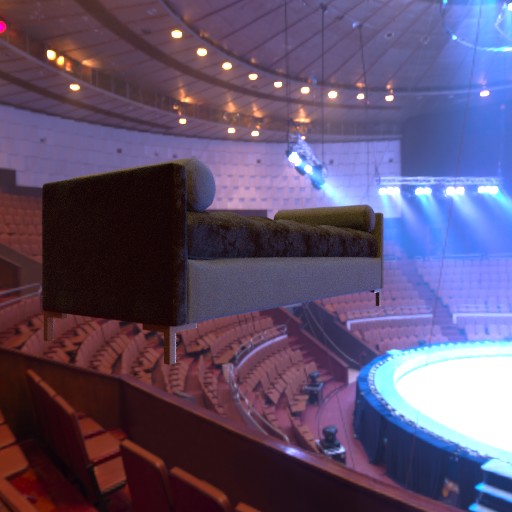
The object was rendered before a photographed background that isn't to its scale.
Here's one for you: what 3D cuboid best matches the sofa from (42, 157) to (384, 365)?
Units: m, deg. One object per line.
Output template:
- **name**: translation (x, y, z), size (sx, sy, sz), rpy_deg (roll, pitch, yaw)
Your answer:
- **sofa**: translation (0.000, 0.000, 2.490), size (0.796, 0.705, 2.102), rpy_deg (0, 0, 34)
